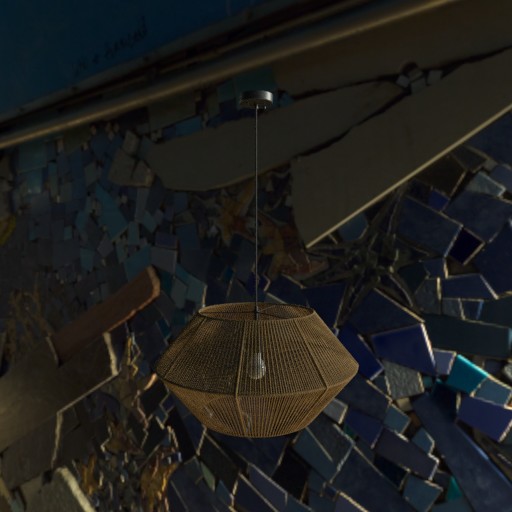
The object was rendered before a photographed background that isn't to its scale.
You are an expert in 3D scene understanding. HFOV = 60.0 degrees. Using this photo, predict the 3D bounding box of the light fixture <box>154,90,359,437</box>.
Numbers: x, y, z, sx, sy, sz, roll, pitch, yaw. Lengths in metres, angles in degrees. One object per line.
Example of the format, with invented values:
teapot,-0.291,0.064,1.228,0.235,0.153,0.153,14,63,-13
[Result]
light fixture,0.000,0.000,1.413,0.643,1.009,0.643,0,2,0
